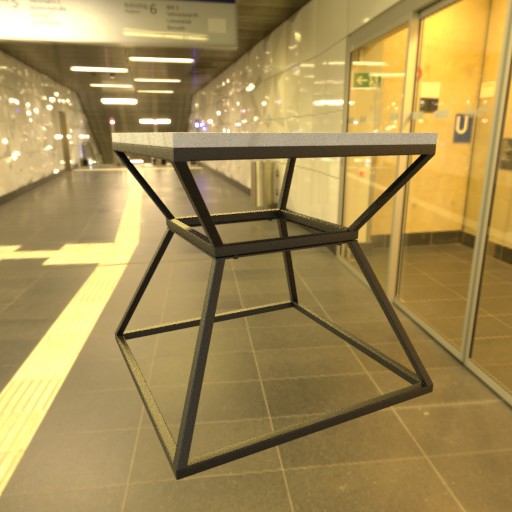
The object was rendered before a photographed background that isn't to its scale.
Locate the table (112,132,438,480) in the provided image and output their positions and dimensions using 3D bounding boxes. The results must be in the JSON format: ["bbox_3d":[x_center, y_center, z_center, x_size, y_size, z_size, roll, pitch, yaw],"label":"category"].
[{"bbox_3d":[0.000,0.000,0.805,0.455,0.431,0.455,-8,17,-26],"label":"table"}]
